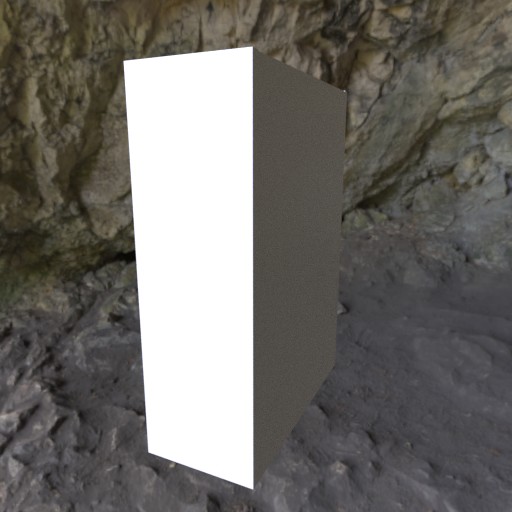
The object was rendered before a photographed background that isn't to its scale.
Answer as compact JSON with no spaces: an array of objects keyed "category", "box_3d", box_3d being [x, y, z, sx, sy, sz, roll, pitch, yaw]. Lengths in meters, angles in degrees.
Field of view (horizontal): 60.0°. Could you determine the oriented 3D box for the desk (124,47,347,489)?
[{"category":"desk","box_3d":[0.000,0.000,1.592,0.390,1.190,0.850,6,15,25]}]
